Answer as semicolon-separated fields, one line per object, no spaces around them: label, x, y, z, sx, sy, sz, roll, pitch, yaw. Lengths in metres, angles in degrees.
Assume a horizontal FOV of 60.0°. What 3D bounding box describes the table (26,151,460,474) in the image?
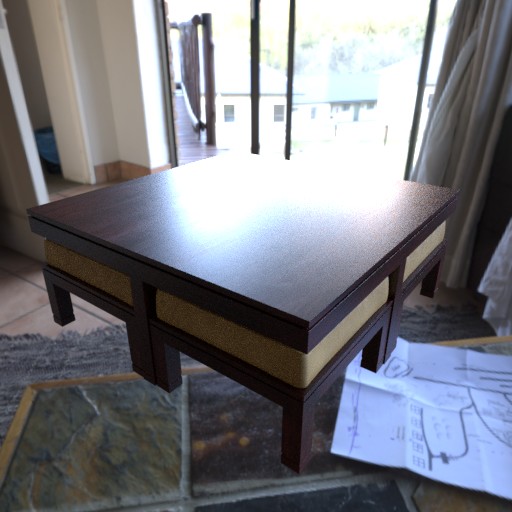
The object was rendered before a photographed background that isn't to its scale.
table;0.000;0.000;1.320;0.865;0.356;0.865;18;31;33
